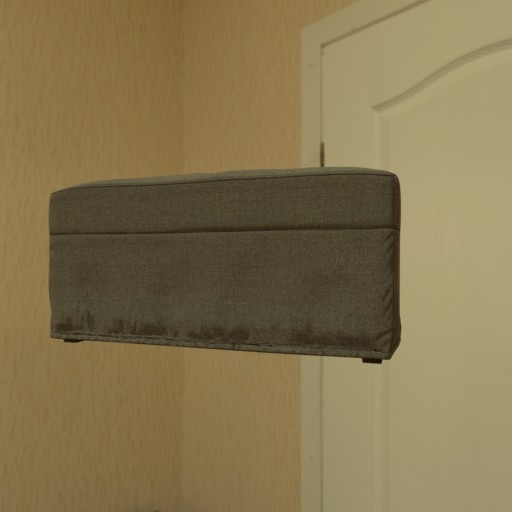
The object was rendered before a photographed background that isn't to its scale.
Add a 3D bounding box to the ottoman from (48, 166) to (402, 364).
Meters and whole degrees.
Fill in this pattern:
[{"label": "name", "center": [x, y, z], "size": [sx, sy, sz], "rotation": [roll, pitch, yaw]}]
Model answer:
[{"label": "ottoman", "center": [0.000, 0.000, 1.352], "size": [0.843, 0.436, 0.840], "rotation": [0, 0, 18]}]
